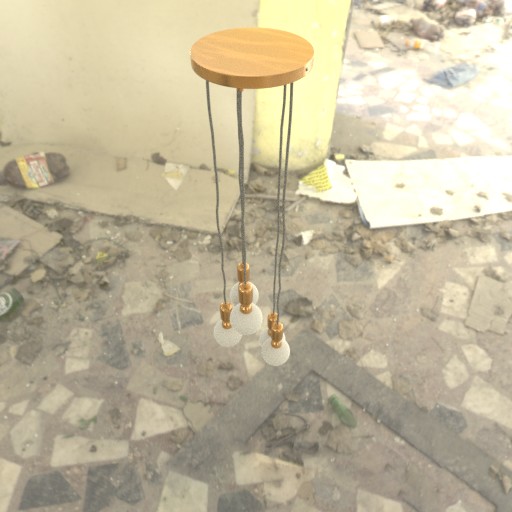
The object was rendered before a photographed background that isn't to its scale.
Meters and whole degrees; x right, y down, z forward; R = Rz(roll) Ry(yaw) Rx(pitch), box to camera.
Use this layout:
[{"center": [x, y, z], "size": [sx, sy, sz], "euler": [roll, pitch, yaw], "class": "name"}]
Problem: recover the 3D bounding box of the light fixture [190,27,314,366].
[{"center": [0.000, 0.000, 0.506], "size": [0.105, 0.457, 0.108], "euler": [24, 51, 22], "class": "light fixture"}]
